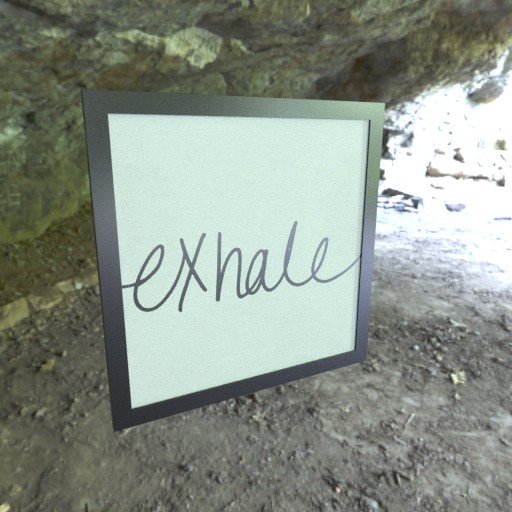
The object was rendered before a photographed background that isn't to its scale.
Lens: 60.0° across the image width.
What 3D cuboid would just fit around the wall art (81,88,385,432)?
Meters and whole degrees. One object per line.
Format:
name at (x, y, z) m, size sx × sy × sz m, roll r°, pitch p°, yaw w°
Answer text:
wall art at (0.000, 0.000, 0.657) m, size 0.446 × 0.445 × 0.014 m, roll -8°, pitch 17°, yaw -26°
